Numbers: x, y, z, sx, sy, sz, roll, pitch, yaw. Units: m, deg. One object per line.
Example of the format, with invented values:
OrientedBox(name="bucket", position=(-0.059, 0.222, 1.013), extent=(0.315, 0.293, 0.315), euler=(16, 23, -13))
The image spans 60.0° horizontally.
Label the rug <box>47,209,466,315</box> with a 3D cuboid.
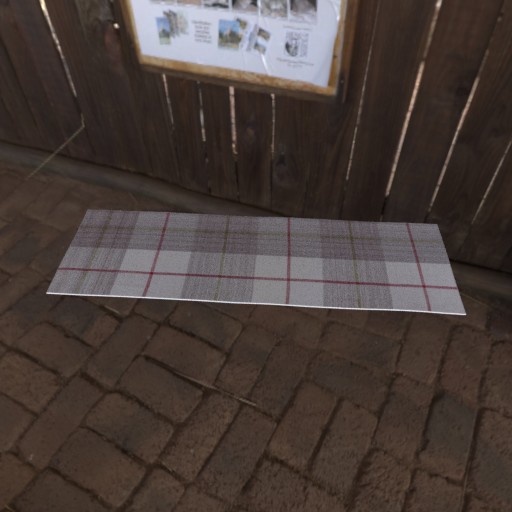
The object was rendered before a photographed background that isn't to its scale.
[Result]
OrientedBox(name="rug", position=(0.000, 0.000, 2.832), extent=(2.439, 0.013, 0.762), euler=(3, 46, 3))
